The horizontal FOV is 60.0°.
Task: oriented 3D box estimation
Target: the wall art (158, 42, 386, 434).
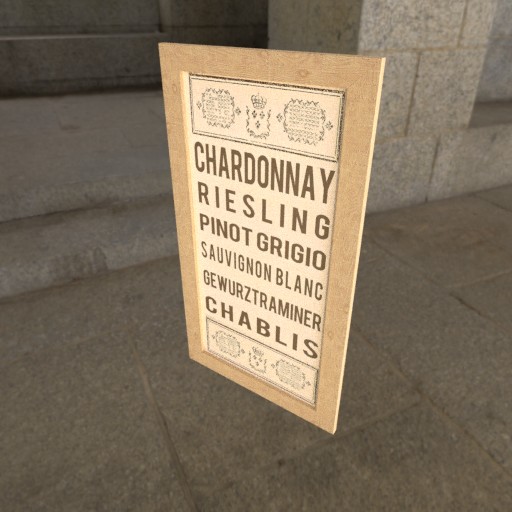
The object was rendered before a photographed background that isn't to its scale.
[{"bbox_3d":[0.000,0.000,0.805,0.381,0.683,0.013,19,35,30],"label":"wall art"}]
